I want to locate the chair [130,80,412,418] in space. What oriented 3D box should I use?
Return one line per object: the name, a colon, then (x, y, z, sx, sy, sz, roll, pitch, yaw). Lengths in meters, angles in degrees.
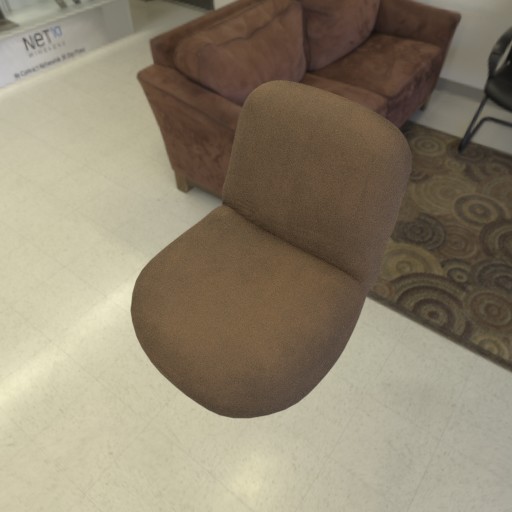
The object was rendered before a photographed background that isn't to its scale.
chair: (0.000, 0.000, 1.017, 0.521, 0.594, 0.597, 31, 55, 25)
